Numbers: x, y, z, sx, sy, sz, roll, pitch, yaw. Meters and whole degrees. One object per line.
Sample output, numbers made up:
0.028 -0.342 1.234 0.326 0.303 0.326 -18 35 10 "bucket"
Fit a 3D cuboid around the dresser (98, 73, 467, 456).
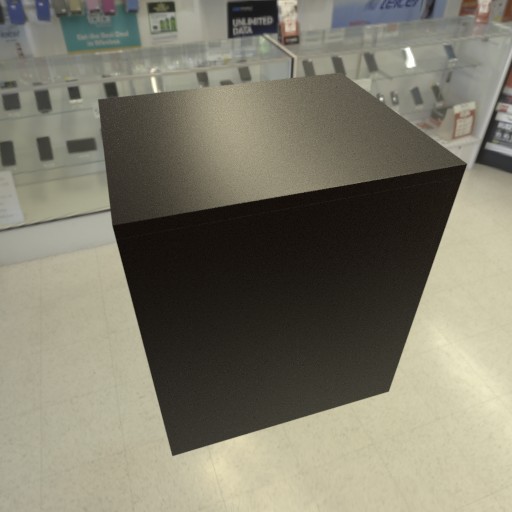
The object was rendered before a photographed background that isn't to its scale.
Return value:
0.000 0.000 0.750 0.400 0.470 0.360 -12 42 -13 "dresser"
